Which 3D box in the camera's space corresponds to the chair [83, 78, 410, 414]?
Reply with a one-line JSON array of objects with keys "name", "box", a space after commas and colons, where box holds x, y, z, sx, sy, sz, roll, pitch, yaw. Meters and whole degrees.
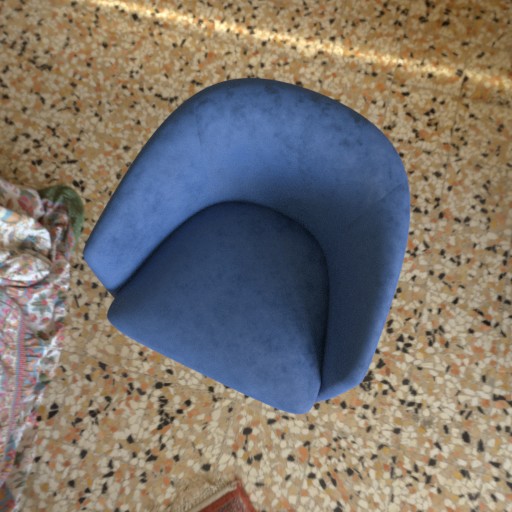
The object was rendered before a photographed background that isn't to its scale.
[{"name": "chair", "box": [0.000, 0.000, 1.360, 0.773, 0.698, 0.767, 24, 76, 7]}]
